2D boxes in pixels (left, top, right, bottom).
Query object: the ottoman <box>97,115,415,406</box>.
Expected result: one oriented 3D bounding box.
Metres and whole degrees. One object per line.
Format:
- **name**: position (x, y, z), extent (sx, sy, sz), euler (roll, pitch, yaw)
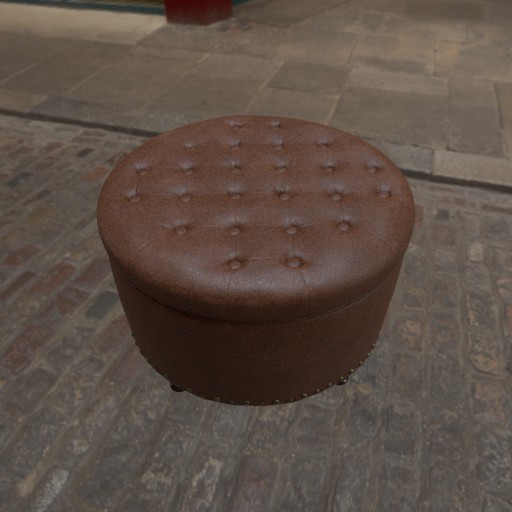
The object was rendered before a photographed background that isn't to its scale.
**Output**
- **ottoman**: position (0.000, 0.000, 1.038), extent (0.637, 0.442, 0.637), euler (0, 42, 0)
